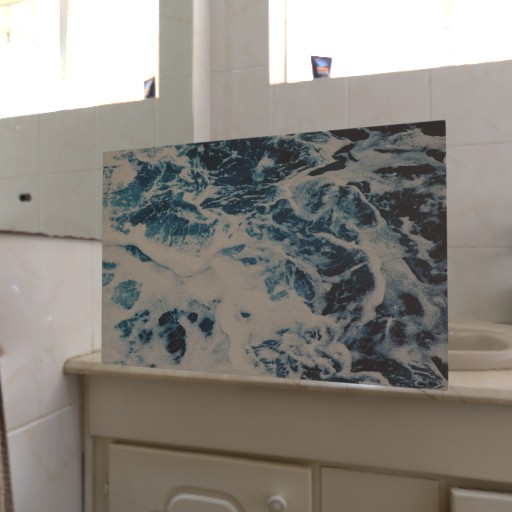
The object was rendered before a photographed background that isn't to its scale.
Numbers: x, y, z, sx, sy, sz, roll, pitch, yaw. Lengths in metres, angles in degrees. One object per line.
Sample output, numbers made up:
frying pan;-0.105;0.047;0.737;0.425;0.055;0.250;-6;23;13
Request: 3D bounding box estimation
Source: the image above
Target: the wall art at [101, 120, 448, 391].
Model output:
wall art;0.000;0.000;1.153;0.915;0.610;0.042;0;-1;18
